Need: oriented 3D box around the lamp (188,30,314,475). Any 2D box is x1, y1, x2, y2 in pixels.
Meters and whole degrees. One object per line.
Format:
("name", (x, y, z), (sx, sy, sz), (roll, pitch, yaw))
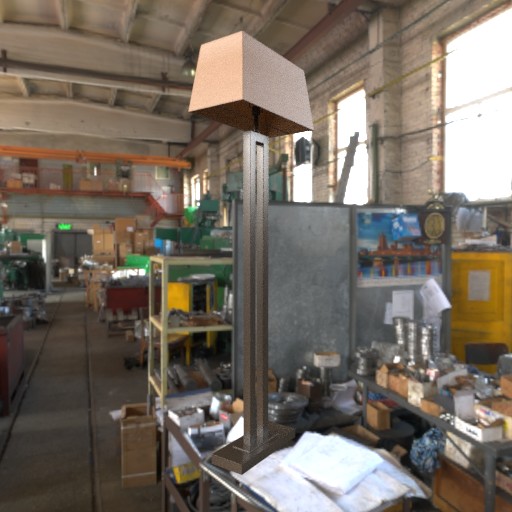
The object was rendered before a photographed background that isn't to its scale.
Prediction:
("lamp", (0.000, 0.000, 1.659), (0.233, 1.469, 0.475), (1, 2, 35))
